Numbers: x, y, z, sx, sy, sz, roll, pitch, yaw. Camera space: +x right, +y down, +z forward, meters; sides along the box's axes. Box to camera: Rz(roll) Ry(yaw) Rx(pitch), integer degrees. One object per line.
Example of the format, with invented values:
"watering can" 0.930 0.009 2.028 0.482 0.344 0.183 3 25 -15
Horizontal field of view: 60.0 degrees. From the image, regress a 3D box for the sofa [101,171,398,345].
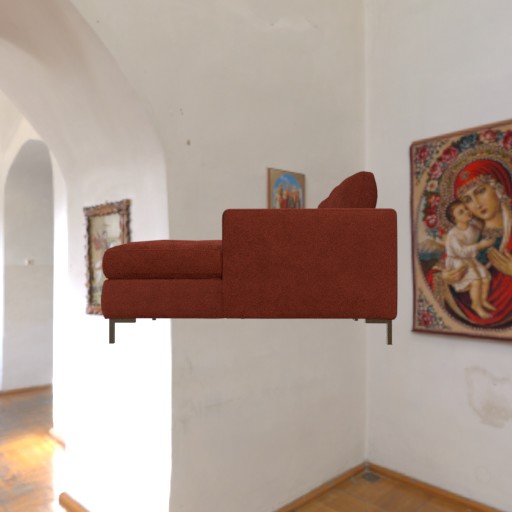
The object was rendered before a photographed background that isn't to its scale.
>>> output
"sofa" 0.000 0.000 3.427 1.350 0.810 2.932 0 0 2
